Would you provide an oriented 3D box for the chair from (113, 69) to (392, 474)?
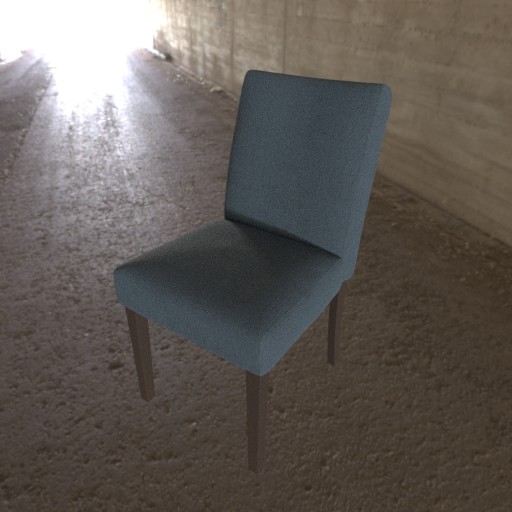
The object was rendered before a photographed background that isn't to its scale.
[{"bbox_3d":[0.000,0.000,1.243,0.487,0.882,0.629,20,36,30],"label":"chair"}]
